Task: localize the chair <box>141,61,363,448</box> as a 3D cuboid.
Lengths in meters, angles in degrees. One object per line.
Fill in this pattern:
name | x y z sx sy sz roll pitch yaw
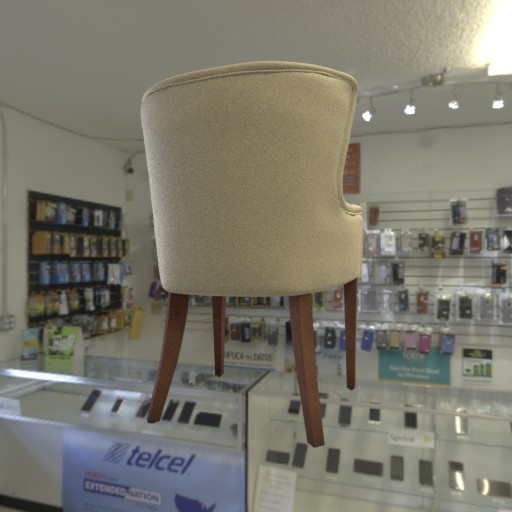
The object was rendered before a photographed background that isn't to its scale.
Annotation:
chair | 0.000 0.000 1.401 0.660 0.952 0.686 0 0 20
